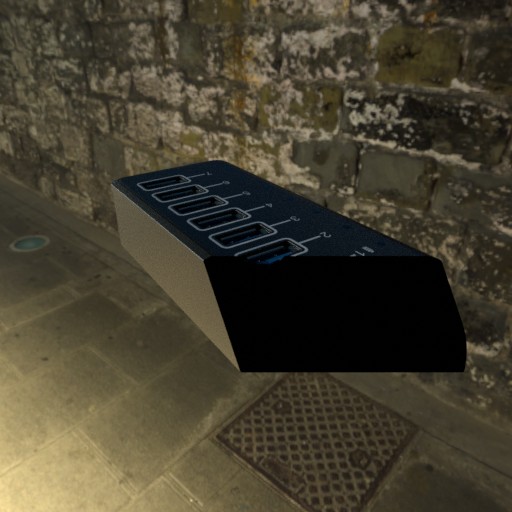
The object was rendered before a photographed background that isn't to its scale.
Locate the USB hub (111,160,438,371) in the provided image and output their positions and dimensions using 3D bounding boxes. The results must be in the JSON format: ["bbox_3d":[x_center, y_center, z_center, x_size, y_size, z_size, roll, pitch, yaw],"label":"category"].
[{"bbox_3d":[0.000,0.000,0.124,0.044,0.023,0.110,-18,34,-30],"label":"USB hub"}]
